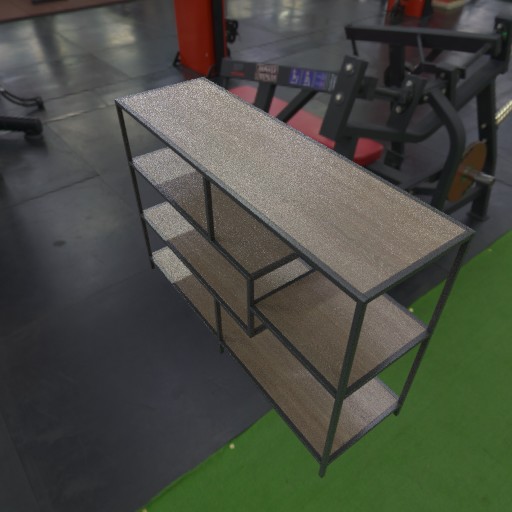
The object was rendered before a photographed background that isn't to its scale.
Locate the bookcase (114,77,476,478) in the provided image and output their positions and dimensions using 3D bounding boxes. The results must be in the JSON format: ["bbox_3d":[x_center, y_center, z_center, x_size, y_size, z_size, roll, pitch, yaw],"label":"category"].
[{"bbox_3d":[0.000,0.000,1.485,0.350,0.780,1.140,-26,48,-26],"label":"bookcase"}]
